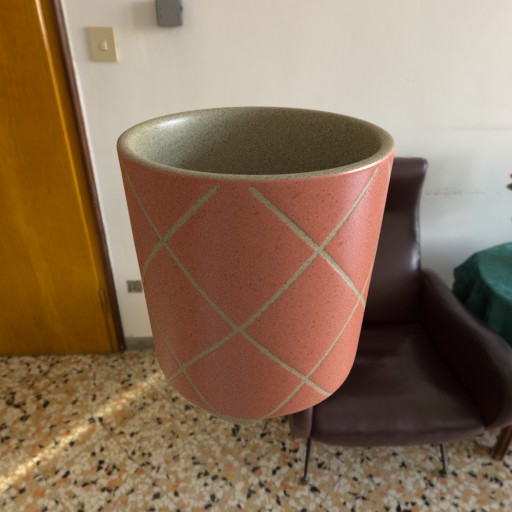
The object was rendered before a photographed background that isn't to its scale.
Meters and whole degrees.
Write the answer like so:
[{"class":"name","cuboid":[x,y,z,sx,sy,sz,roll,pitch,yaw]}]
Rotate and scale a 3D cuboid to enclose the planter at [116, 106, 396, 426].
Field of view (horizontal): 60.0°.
[{"class":"planter","cuboid":[0.000,0.000,0.361,0.191,0.200,0.191,0,30,0]}]
